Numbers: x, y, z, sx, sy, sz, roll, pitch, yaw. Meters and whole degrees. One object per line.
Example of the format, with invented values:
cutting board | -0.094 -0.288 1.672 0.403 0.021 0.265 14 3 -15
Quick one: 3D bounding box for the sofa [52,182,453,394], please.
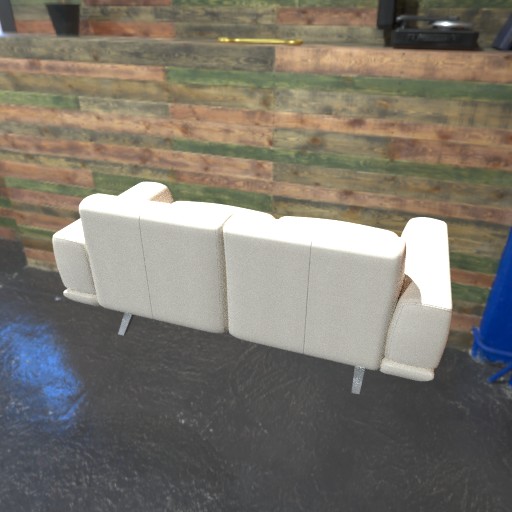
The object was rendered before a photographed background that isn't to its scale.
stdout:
sofa | 0.000 0.000 2.378 1.901 0.772 0.900 10 31 17
